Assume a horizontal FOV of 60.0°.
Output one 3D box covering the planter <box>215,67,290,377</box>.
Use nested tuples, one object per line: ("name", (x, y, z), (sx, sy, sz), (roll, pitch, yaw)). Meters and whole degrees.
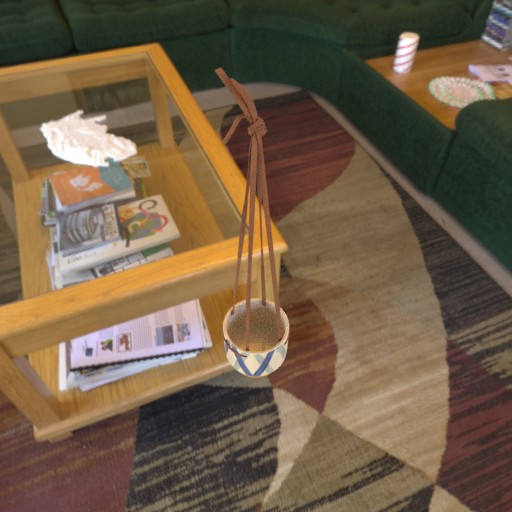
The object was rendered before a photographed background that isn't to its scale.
("planter", (0.000, 0.000, 0.841), (0.157, 0.753, 0.153), (-32, 56, -25))
